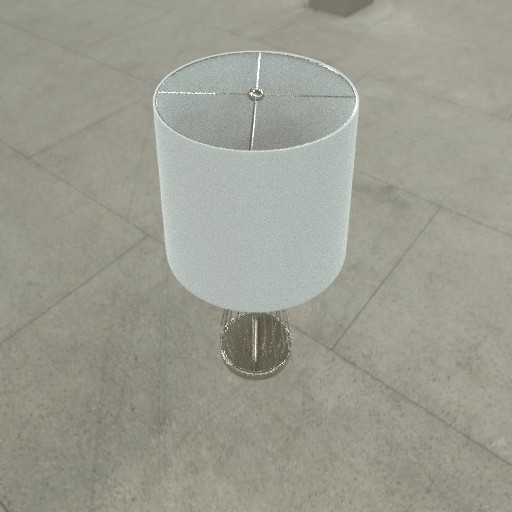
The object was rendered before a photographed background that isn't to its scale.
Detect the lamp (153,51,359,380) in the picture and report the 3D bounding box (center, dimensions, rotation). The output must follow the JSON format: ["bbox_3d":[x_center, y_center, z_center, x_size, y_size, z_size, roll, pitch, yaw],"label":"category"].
[{"bbox_3d":[0.000,0.000,0.784,0.303,0.618,0.303,0,47,0],"label":"lamp"}]
